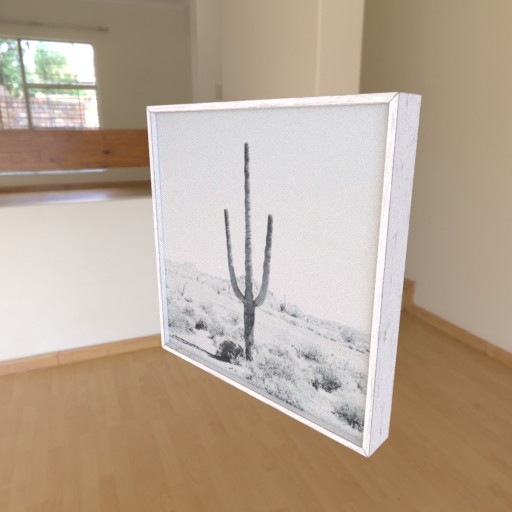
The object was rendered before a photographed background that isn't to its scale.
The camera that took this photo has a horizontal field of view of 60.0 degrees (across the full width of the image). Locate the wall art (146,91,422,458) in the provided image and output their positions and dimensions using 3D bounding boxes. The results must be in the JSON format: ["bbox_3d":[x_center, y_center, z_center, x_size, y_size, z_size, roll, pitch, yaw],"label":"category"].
[{"bbox_3d":[0.000,0.000,0.462,0.305,0.305,0.038,14,21,41],"label":"wall art"}]
